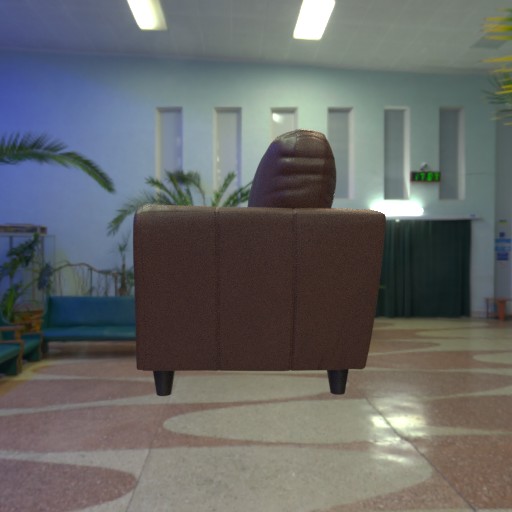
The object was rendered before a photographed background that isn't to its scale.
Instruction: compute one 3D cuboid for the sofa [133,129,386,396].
[{"bbox_3d":[0.000,0.000,2.286,0.802,0.915,1.862,0,0,0],"label":"sofa"}]
